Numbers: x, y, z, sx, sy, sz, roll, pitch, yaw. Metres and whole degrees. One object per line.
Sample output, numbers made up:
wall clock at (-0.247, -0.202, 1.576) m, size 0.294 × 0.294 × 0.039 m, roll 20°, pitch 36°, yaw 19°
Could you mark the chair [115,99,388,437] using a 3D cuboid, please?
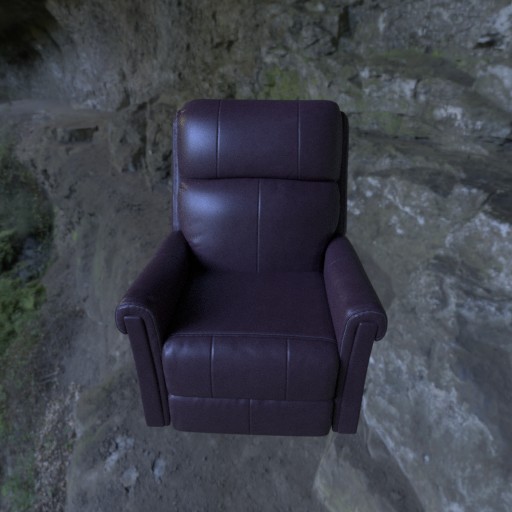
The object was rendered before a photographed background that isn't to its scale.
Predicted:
chair at (0.000, 0.000, 1.752) m, size 0.838 × 1.054 × 1.014 m, roll 1°, pitch 30°, yaw 2°
